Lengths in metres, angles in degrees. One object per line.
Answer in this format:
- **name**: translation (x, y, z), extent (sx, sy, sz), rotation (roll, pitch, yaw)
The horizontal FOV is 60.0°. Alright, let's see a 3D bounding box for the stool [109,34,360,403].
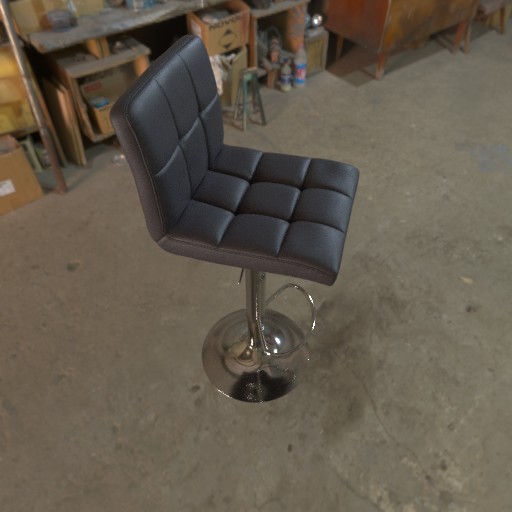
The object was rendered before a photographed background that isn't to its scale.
- **stool**: translation (0.000, 0.000, 1.342), extent (0.505, 1.115, 0.430), rotation (12, 48, 11)
